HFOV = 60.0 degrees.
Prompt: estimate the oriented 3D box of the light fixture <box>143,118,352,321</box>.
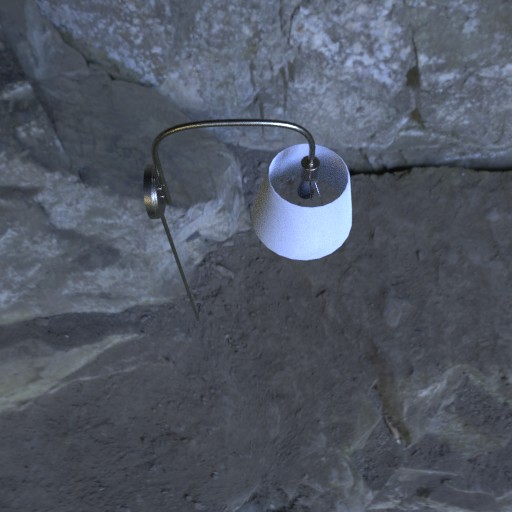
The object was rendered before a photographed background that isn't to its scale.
[{"bbox_3d":[0.000,0.000,0.476,0.176,0.399,0.092,-2,63,-1],"label":"light fixture"}]
